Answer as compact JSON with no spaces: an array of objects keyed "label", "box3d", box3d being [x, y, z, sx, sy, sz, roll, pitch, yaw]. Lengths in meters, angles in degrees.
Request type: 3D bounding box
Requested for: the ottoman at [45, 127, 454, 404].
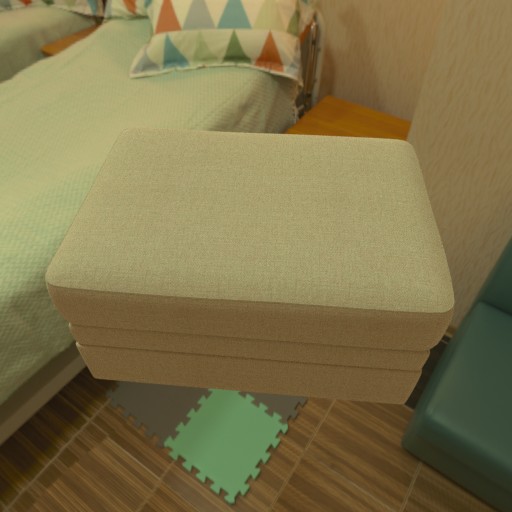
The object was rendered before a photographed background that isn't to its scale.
[{"label":"ottoman","box3d":[0.000,0.000,1.238,0.885,0.478,0.637,4,47,3]}]
